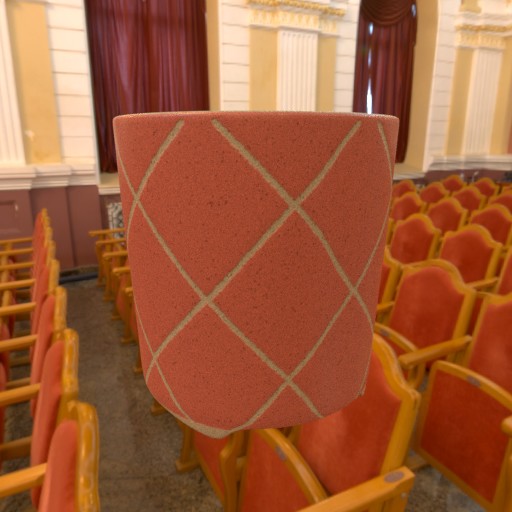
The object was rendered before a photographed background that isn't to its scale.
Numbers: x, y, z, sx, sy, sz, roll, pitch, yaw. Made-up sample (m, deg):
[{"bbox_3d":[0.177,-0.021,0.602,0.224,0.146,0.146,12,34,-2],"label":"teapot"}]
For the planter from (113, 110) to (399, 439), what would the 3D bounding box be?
[{"bbox_3d":[0.000,0.000,0.397,0.227,0.235,0.227,0,15,0],"label":"planter"}]
